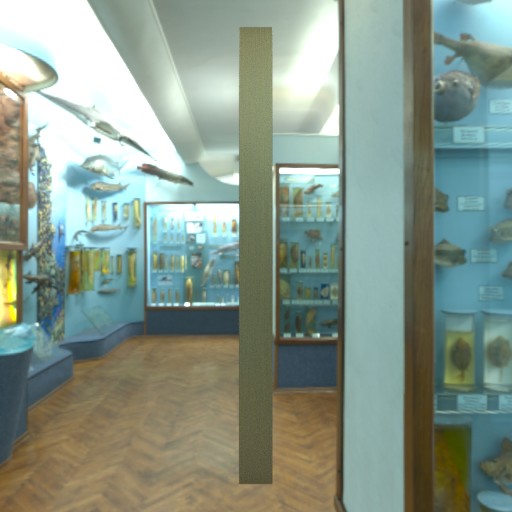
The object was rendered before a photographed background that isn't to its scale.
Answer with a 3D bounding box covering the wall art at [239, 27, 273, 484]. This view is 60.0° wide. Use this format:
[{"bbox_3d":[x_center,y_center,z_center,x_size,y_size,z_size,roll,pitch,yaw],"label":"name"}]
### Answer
[{"bbox_3d":[0.000,0.000,0.742,0.037,0.505,0.505,0,0,0],"label":"wall art"}]
